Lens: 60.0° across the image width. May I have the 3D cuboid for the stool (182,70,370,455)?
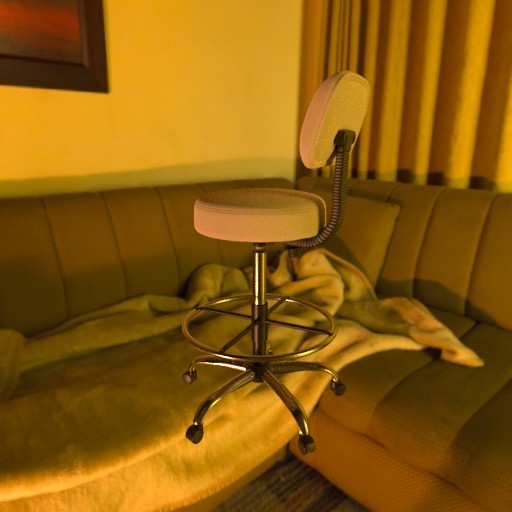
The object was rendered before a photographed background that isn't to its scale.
[{"bbox_3d":[0.000,0.000,1.448,0.616,1.080,0.609,7,17,25],"label":"stool"}]
